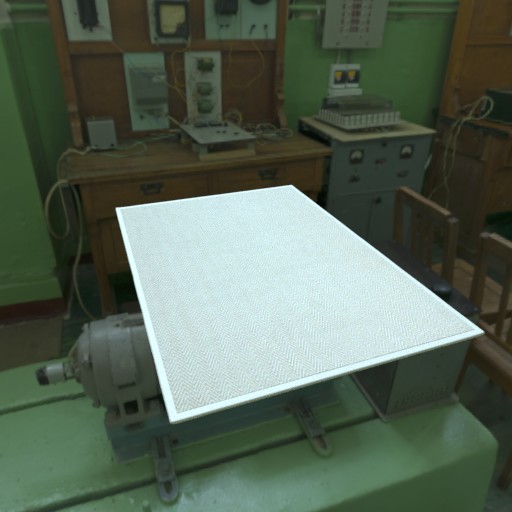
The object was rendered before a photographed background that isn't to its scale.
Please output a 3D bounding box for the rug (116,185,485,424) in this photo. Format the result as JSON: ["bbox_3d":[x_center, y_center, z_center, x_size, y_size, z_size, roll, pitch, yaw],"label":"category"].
[{"bbox_3d":[0.000,0.000,2.822,1.532,0.017,2.244,-10,30,-18],"label":"rug"}]
